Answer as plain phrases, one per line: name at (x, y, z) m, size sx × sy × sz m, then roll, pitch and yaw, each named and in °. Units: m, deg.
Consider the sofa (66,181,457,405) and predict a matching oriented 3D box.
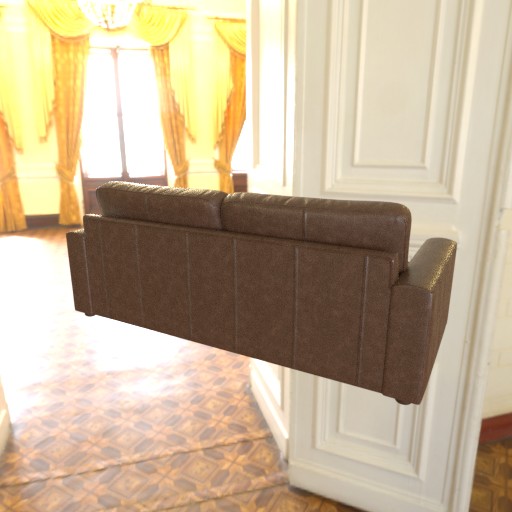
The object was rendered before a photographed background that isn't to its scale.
sofa at (0.000, 0.000, 2.729) m, size 2.179 × 0.873 × 1.016 m, roll 9°, pitch 18°, yaw 28°
